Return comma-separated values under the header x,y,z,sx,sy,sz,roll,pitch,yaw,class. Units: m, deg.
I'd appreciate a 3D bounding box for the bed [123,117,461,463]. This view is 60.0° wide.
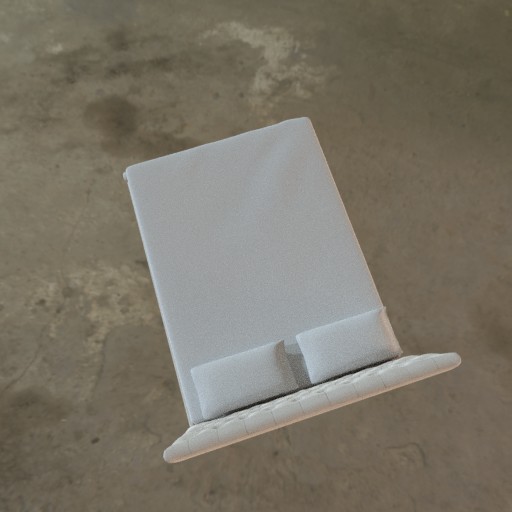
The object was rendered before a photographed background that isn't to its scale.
x,y,z,sx,sy,sz,roll,pitch,yaw,class
0.000,0.000,3.301,1.696,1.426,2.233,-17,76,-4,bed
